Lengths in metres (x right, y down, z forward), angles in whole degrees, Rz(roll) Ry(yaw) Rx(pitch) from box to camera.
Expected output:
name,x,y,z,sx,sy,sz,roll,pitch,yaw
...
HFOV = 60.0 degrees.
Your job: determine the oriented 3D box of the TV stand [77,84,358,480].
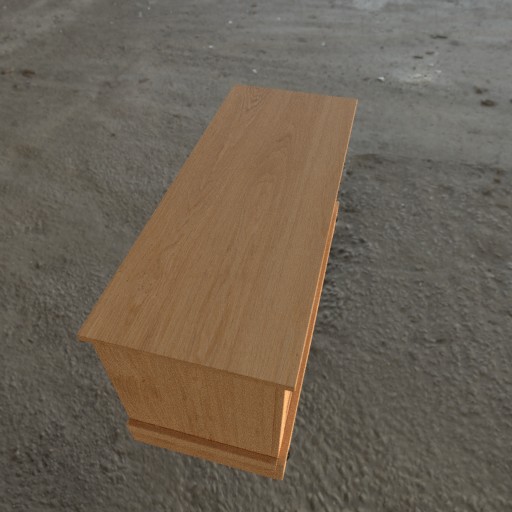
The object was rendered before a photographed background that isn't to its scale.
name,x,y,z,sx,sy,sz,roll,pitch,yaw
TV stand,0.000,0.000,1.379,0.440,0.550,1.080,11,48,10
